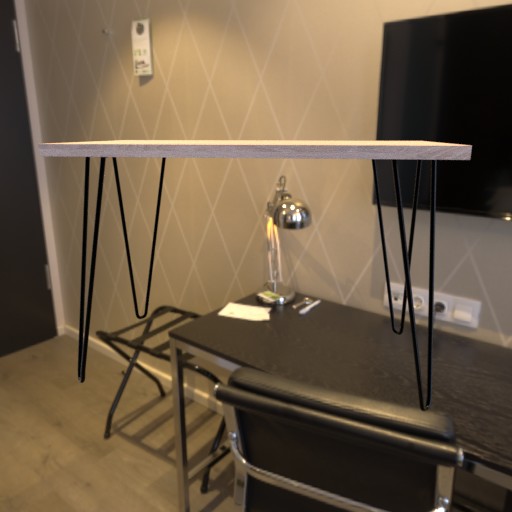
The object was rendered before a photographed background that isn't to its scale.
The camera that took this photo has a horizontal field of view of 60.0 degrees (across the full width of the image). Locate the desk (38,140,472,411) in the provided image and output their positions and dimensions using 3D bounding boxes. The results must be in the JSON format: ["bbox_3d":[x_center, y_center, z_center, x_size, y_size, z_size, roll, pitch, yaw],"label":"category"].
[{"bbox_3d":[0.000,0.000,1.328,0.991,0.660,0.499,2,16,8],"label":"desk"}]
